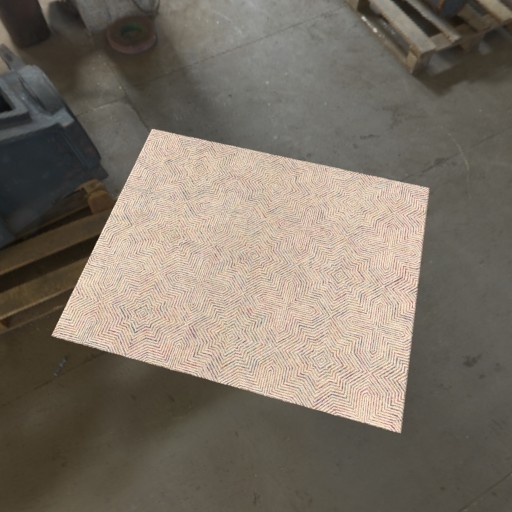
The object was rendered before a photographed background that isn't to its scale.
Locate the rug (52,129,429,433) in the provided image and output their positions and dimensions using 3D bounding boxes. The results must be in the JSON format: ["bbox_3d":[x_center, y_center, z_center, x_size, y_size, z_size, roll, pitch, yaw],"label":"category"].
[{"bbox_3d":[0.000,0.000,4.222,3.046,0.008,2.442,14,64,7],"label":"rug"}]
